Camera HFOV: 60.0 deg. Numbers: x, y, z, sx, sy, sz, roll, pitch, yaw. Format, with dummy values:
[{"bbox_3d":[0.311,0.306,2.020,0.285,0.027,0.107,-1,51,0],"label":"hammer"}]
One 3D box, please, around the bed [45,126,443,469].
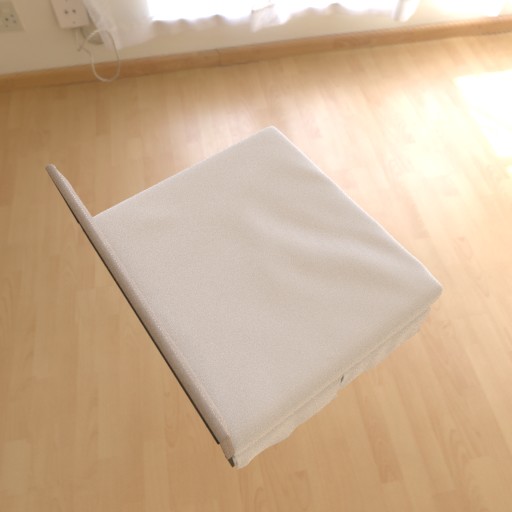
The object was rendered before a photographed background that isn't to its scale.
[{"bbox_3d":[0.000,0.000,3.323,1.914,1.346,2.170,-32,64,-18],"label":"bed"}]
